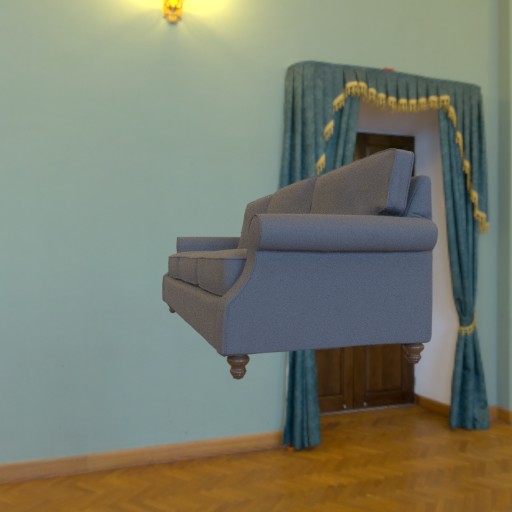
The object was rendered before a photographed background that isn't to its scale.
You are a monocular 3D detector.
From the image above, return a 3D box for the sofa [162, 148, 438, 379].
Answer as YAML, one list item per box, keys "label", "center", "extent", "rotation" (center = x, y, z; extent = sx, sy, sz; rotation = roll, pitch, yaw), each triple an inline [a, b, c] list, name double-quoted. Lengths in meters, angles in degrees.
- label: "sofa"
  center: [0.000, 0.000, 2.813]
  extent: [0.966, 0.948, 2.353]
  rotation: [0, 0, -18]
